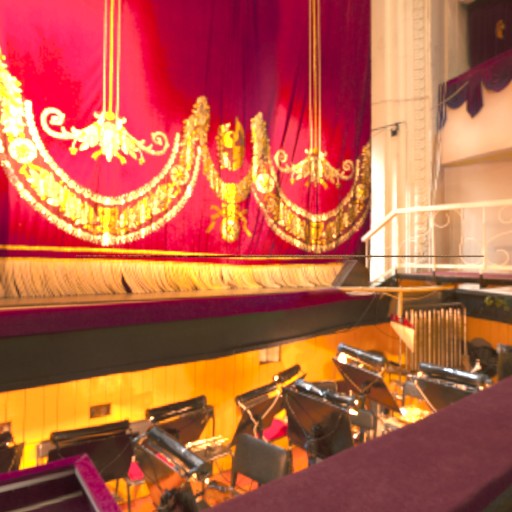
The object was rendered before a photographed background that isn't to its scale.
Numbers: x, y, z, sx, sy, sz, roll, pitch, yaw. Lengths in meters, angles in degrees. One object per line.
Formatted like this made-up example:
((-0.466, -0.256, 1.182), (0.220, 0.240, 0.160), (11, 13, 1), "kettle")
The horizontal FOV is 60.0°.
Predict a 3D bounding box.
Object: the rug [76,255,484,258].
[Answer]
((0.000, 0.000, 4.151), (2.441, 0.016, 3.095), (0, 0, -37), "rug")
